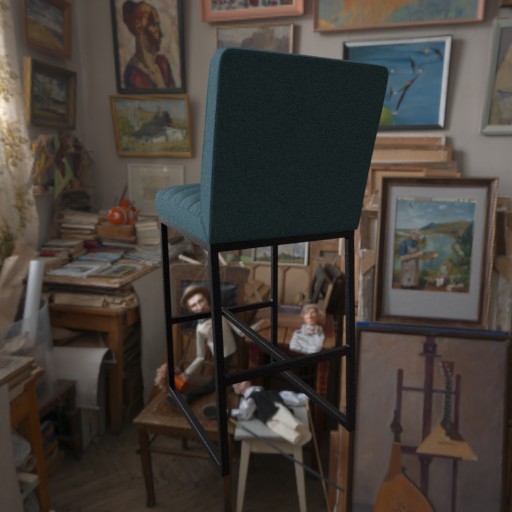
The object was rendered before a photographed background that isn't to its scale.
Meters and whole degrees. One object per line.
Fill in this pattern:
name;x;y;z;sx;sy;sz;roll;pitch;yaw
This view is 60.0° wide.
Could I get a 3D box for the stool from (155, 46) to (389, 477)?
stool;0.000;0.000;1.333;0.460;1.040;0.560;-7;15;-27
